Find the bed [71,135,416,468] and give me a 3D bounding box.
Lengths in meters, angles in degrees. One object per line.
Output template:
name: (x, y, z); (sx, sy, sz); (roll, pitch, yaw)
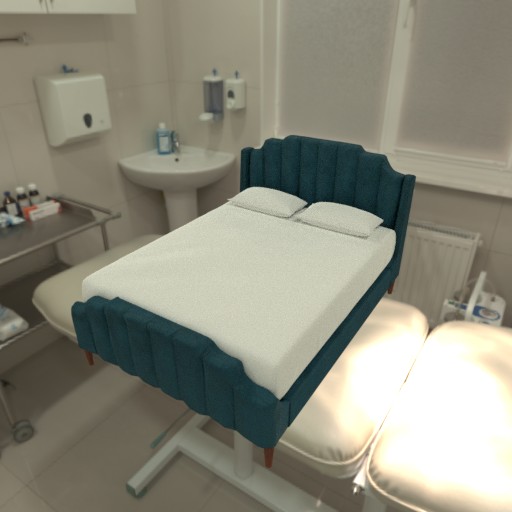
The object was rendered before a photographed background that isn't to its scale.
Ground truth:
bed: (0.000, 0.000, 3.443); (1.676, 1.351, 2.322); (17, 33, 29)
